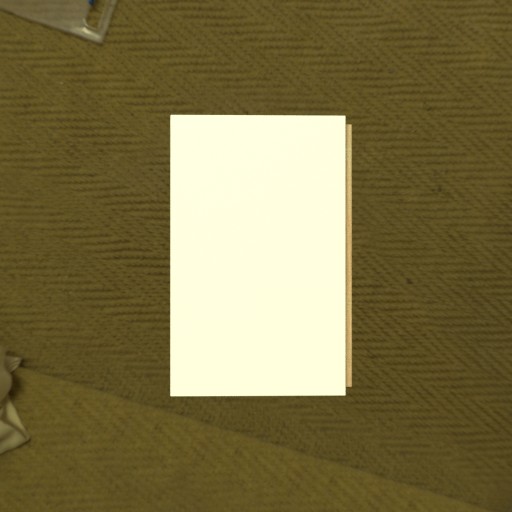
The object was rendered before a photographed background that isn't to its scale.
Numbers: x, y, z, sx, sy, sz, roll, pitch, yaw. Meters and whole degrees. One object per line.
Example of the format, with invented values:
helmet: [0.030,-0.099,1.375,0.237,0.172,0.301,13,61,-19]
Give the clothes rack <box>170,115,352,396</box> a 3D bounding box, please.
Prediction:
clothes rack: [0.000,0.000,1.382,0.331,1.187,0.500,0,90,-1]
